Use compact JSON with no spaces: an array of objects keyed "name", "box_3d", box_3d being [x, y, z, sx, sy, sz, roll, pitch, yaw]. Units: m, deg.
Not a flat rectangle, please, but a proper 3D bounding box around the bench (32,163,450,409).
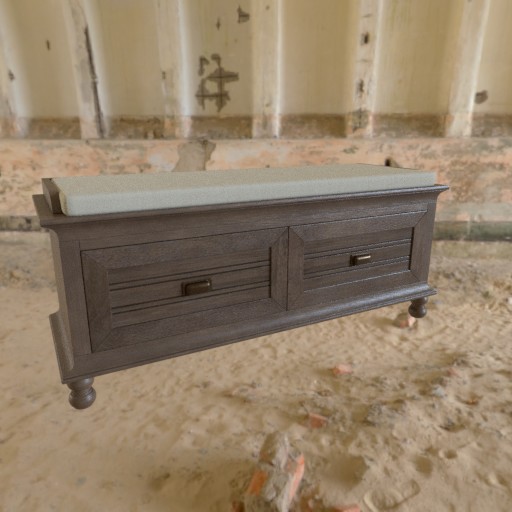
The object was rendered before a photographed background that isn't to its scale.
[{"name":"bench","box_3d":[0.000,0.000,1.371,1.185,0.501,0.402,-8,18,-27]}]
